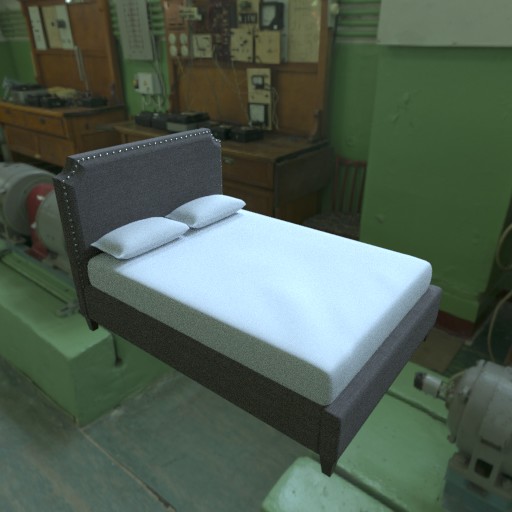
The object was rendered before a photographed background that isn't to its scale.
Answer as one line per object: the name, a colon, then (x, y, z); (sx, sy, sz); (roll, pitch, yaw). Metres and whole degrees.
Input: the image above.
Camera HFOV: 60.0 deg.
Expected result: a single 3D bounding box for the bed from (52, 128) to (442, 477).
bed: (0.000, 0.000, 3.385); (2.381, 1.457, 1.713); (19, 32, 33)
